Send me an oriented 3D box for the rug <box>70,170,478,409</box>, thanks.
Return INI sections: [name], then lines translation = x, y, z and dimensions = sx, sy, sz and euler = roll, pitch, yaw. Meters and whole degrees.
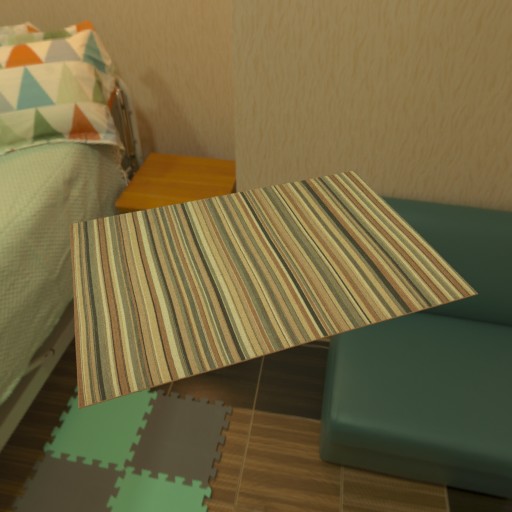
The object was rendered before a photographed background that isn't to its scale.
[rug]
translation = 0.000, 0.000, 2.322
dimensions = 1.829, 0.008, 1.219
euler = -13, 43, -14
